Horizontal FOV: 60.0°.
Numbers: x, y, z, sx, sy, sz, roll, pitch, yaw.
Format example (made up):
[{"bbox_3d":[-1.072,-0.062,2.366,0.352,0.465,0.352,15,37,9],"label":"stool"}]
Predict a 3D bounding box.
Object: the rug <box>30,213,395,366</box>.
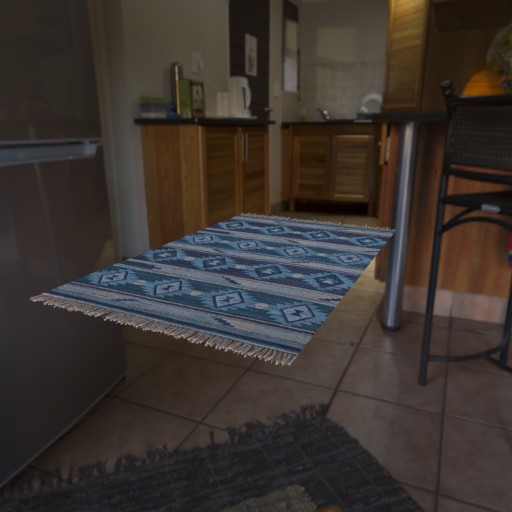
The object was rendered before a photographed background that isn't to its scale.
[{"bbox_3d":[0.000,0.000,2.429,1.181,0.028,1.936,8,19,25],"label":"rug"}]
